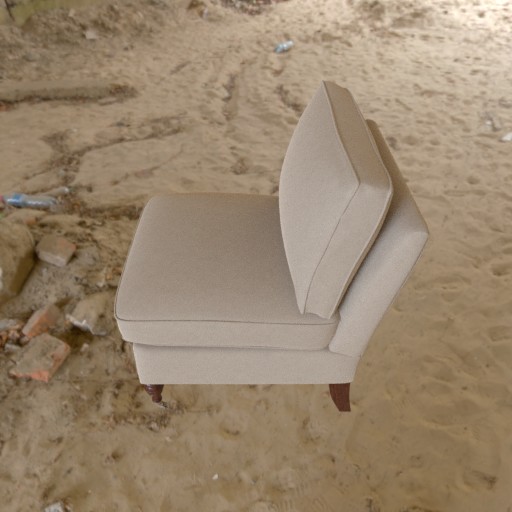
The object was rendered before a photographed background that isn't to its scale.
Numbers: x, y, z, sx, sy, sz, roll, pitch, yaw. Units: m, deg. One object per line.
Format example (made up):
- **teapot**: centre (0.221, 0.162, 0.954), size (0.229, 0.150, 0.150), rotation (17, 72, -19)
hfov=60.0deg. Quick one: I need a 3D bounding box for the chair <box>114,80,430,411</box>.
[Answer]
- **chair**: centre (0.000, 0.000, 1.642), size (0.912, 1.052, 0.724), rotation (0, 41, 0)
